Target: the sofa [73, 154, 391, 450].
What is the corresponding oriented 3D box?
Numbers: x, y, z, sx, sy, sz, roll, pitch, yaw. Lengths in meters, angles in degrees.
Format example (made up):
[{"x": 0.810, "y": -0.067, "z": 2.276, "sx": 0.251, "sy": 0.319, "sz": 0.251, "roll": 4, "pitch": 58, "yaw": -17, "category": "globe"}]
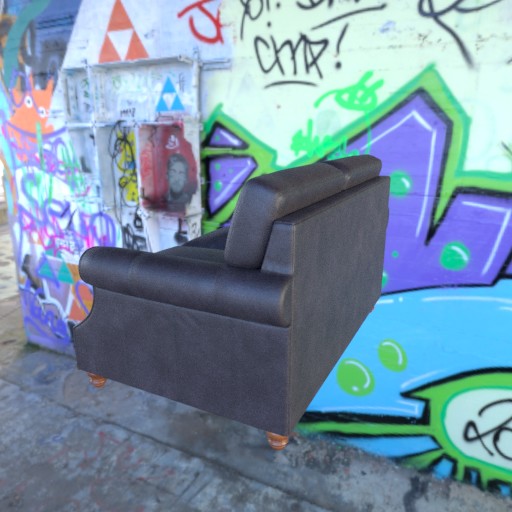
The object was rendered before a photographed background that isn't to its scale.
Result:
[{"x": 0.000, "y": 0.000, "z": 2.286, "sx": 1.030, "sy": 0.979, "sz": 1.663, "roll": 8, "pitch": 18, "yaw": 26, "category": "sofa"}]
